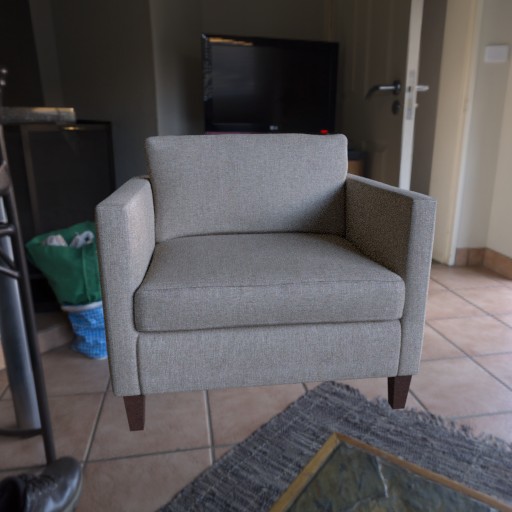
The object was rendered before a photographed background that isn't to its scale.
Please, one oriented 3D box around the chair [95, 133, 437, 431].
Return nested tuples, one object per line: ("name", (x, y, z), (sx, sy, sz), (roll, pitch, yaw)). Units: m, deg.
("chair", (0.000, 0.000, 1.861), (1.107, 0.987, 0.959), (-2, 16, -7))
